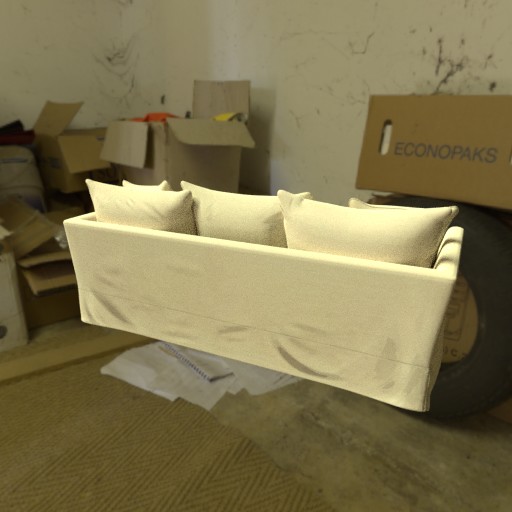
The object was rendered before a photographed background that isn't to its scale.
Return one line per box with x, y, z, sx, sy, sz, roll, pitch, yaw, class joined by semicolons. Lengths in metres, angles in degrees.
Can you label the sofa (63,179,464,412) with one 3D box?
0.000;0.000;2.996;2.484;1.042;1.030;9;20;24;sofa
